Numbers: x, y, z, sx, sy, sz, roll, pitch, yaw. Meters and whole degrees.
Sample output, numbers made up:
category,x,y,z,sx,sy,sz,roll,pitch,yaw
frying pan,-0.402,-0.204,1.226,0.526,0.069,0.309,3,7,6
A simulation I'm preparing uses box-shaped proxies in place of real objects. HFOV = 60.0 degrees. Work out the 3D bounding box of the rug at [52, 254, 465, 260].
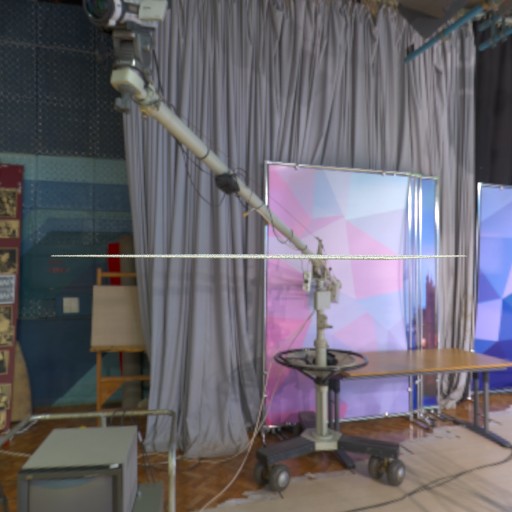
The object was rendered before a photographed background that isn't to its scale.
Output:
category,x,y,z,sx,sy,sz,roll,pitch,yaw
rug,0.000,0.000,2.340,1.828,0.005,1.219,0,1,35
